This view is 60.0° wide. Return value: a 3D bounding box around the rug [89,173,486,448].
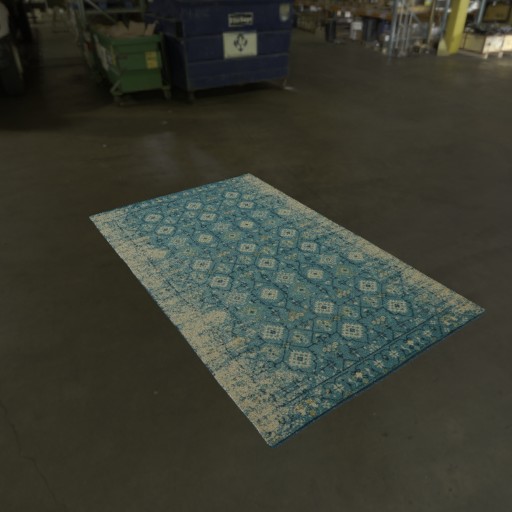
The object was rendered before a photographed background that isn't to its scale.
[{"bbox_3d":[0.000,0.000,3.003,1.530,0.015,2.449,-21,38,-28],"label":"rug"}]
